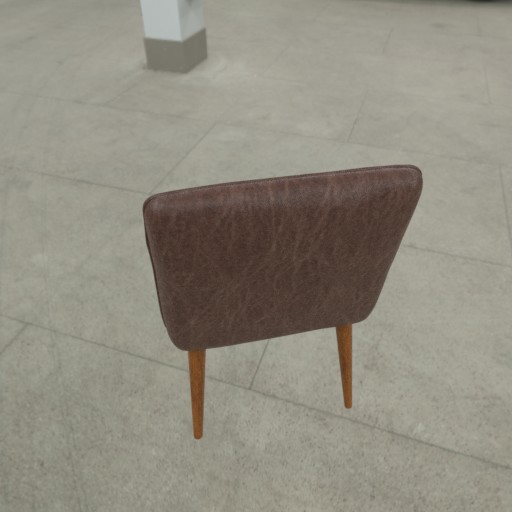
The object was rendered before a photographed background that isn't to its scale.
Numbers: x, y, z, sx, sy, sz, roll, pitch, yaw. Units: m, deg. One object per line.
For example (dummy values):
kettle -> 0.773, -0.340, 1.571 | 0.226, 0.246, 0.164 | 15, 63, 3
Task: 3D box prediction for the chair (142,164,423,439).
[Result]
chair -> 0.000, 0.000, 1.191 | 0.543, 0.803, 0.645 | -11, 42, -12
